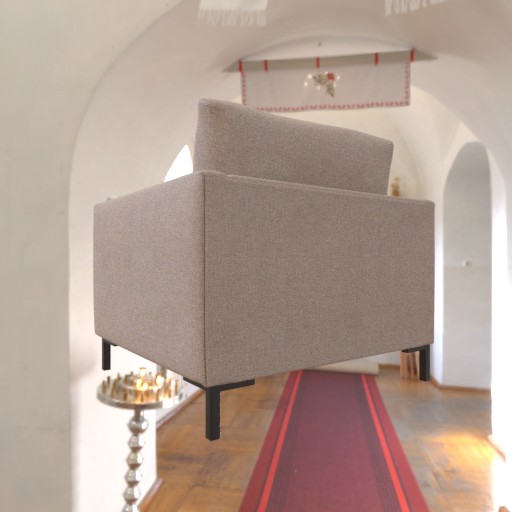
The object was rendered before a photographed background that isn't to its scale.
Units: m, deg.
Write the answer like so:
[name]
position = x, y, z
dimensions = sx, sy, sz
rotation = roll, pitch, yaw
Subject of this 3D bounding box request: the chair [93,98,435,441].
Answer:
[chair]
position = 0.000, 0.000, 1.616
dimensions = 0.963, 0.861, 0.866
rotation = 0, 0, -36
